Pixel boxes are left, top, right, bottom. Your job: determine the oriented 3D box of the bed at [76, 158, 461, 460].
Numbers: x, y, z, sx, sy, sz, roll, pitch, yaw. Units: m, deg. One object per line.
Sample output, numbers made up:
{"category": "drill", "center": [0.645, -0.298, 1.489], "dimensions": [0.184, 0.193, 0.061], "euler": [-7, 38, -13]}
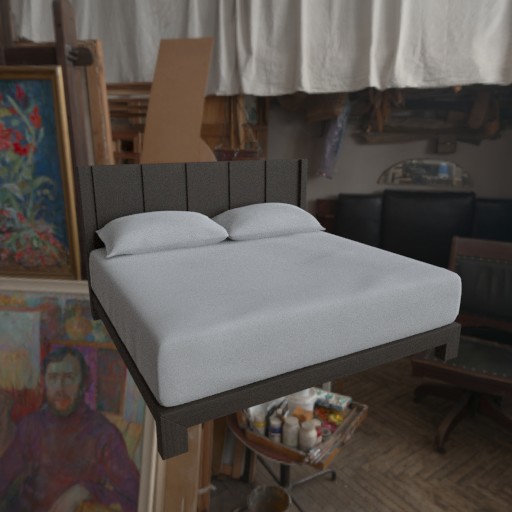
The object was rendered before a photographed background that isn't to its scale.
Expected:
{"category": "bed", "center": [0.000, 0.000, 3.303], "dimensions": [2.134, 1.270, 2.012], "euler": [-8, 18, -28]}
